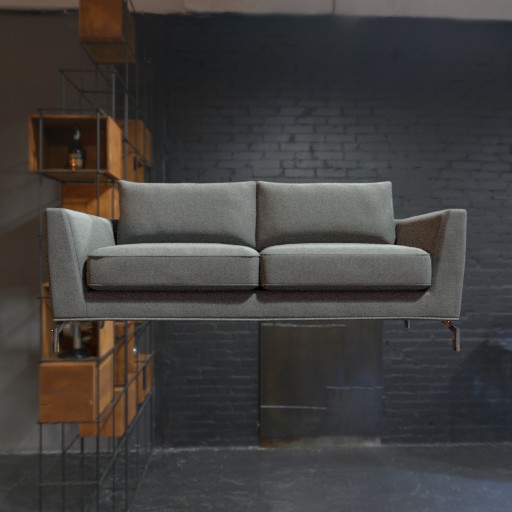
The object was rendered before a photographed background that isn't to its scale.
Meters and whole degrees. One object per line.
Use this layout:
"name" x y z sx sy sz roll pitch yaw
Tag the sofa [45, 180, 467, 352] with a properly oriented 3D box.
"sofa" 0.000 0.000 2.709 2.212 1.002 0.869 0 0 -1
